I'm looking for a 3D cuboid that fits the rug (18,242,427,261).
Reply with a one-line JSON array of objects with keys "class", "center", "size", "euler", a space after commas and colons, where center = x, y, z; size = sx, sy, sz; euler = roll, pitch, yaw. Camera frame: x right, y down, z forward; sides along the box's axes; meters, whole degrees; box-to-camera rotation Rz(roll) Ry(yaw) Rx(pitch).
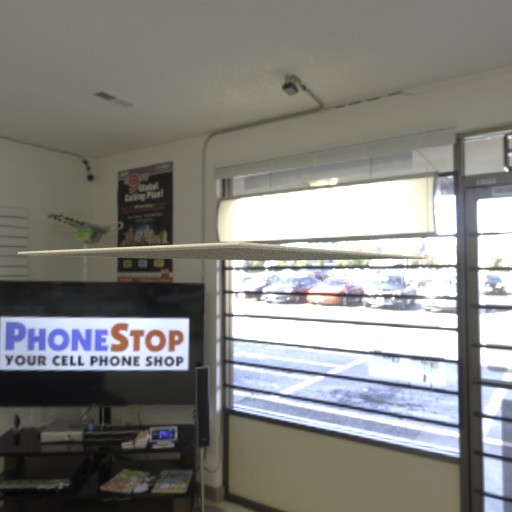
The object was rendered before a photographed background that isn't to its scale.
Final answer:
[{"class": "rug", "center": [0.000, 0.000, 2.288], "size": [1.219, 0.013, 1.829], "euler": [-1, -2, 36]}]
